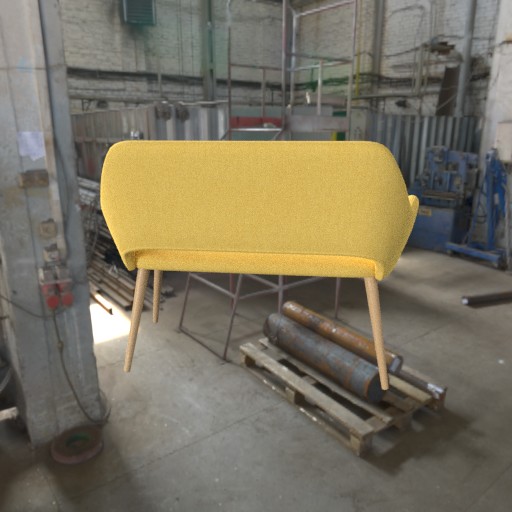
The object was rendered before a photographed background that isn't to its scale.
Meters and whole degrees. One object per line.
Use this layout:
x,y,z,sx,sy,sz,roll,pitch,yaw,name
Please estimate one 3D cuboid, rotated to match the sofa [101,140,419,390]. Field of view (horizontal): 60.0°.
0.000,0.000,1.650,1.150,0.840,0.610,2,16,7,sofa
